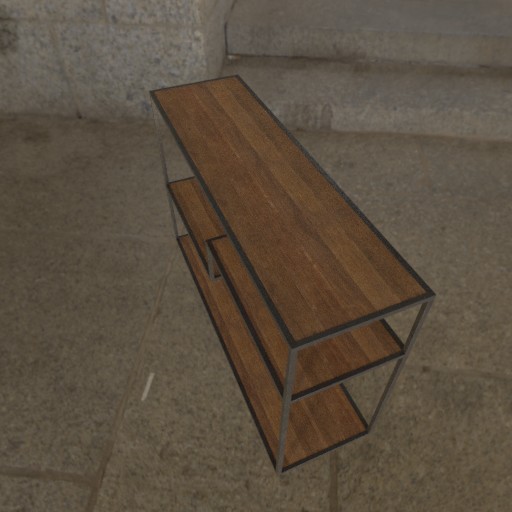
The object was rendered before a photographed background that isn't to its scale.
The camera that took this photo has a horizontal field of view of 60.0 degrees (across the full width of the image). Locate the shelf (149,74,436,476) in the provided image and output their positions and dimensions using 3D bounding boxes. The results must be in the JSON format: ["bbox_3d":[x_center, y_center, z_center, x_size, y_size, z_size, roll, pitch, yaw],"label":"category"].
[{"bbox_3d":[0.000,0.000,1.587,0.361,0.765,1.201,-17,49,-16],"label":"shelf"}]
